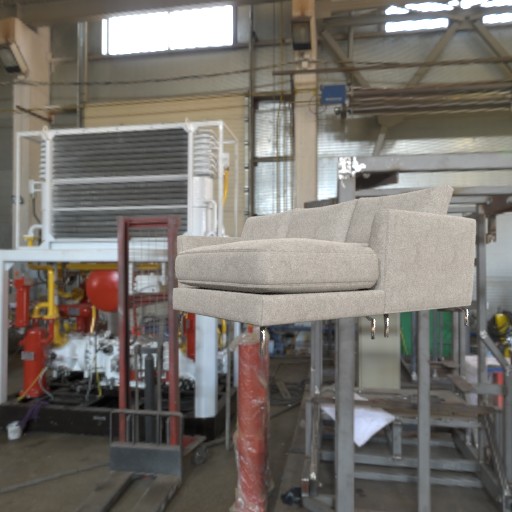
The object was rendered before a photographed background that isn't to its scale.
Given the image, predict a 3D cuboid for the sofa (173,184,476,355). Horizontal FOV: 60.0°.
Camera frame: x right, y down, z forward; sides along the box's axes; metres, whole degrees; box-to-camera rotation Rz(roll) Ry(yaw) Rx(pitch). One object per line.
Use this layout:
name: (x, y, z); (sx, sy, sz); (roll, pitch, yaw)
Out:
sofa: (0.000, 0.000, 3.180); (1.626, 0.864, 2.438); (1, -2, -35)
